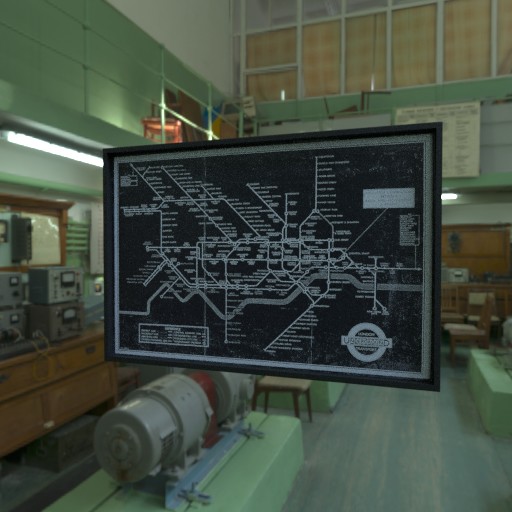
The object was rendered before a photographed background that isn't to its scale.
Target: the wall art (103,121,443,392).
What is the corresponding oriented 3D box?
[{"bbox_3d":[0.000,0.000,0.871,0.671,0.456,0.051,0,1,18],"label":"wall art"}]
